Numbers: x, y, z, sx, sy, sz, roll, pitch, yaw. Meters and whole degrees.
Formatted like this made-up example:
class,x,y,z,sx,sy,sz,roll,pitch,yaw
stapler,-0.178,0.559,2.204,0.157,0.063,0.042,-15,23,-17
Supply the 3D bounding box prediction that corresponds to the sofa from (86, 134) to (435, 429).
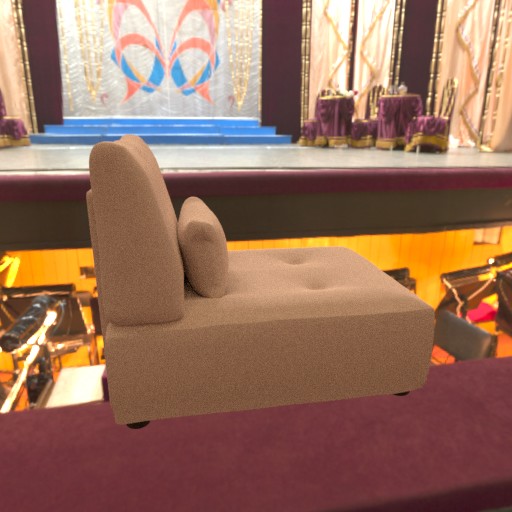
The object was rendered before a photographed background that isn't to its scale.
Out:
class,x,y,z,sx,sy,sz,roll,pitch,yaw
sofa,0.000,0.000,1.569,1.000,0.820,0.700,-3,17,-10
